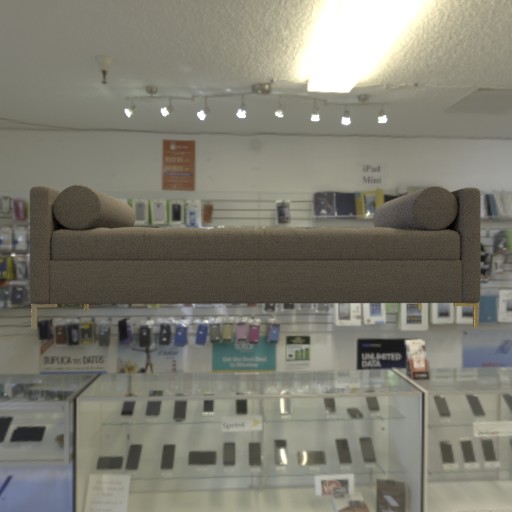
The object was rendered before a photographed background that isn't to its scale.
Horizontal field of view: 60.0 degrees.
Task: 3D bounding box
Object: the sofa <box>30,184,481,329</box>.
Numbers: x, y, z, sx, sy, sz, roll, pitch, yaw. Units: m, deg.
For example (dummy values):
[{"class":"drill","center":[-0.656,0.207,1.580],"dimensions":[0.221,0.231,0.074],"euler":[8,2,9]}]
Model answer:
[{"class":"sofa","center":[0.000,0.000,2.276],"dimensions":[1.981,0.635,0.686],"euler":[0,0,-1]}]
